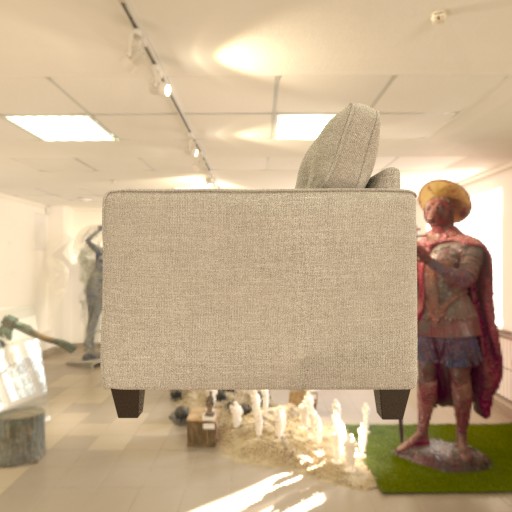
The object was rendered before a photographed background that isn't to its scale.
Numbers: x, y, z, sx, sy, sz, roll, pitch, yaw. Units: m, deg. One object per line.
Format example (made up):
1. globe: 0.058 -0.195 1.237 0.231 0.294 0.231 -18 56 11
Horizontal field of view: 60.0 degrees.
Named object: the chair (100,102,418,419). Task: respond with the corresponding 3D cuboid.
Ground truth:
1. chair: 0.000 0.000 1.751 0.939 0.965 1.015 0 -1 0
